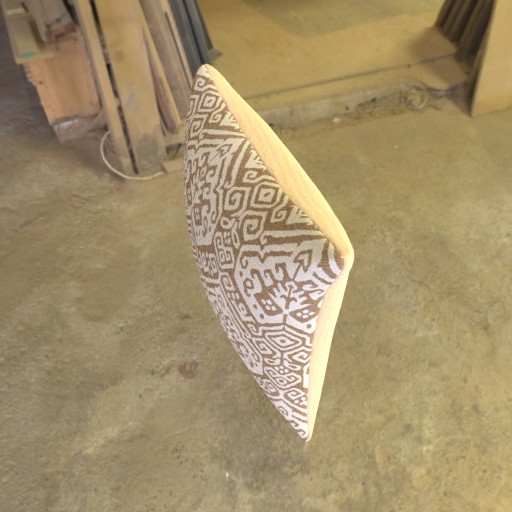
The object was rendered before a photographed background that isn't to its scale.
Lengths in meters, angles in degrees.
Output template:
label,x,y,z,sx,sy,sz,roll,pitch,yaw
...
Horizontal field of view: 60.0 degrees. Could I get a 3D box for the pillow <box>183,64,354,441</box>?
label,x,y,z,sx,sy,sz,roll,pitch,yaw
pillow,0.000,0.000,0.653,0.173,0.407,0.419,-16,49,-14
